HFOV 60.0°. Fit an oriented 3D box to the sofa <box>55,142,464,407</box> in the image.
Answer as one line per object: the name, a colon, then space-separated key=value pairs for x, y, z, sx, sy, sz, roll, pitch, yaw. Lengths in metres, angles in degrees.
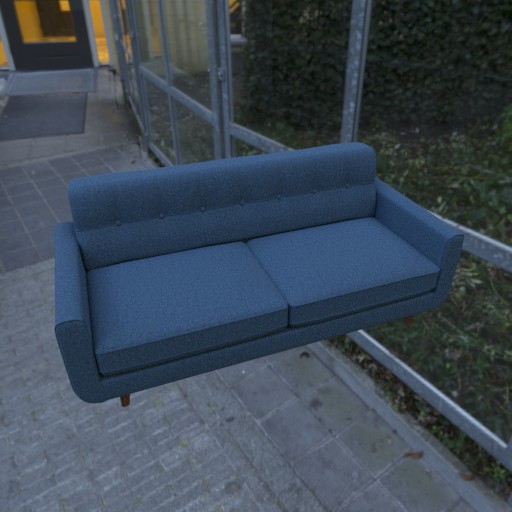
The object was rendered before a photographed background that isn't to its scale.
sofa: x=0.000 y=0.000 z=2.493 sx=2.055 sy=0.884 sz=0.942 roll=-11 pitch=34 yaw=-18
